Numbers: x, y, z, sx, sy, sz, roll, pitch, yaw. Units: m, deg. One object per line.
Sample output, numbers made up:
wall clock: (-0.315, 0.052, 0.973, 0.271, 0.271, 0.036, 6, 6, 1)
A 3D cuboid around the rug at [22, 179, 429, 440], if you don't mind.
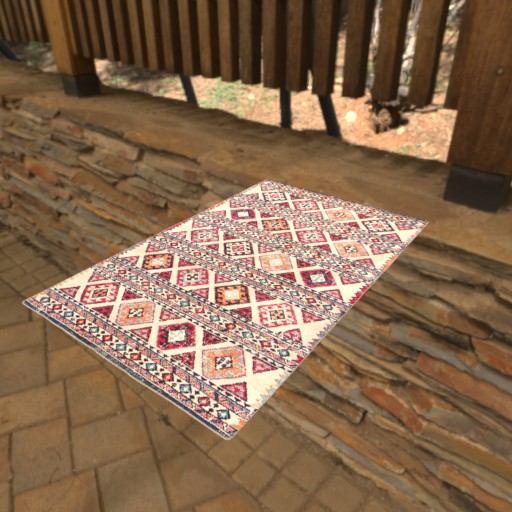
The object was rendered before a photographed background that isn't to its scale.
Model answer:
rug: (0.000, 0.000, 2.979, 1.545, 0.010, 2.440, 21, 36, 31)
